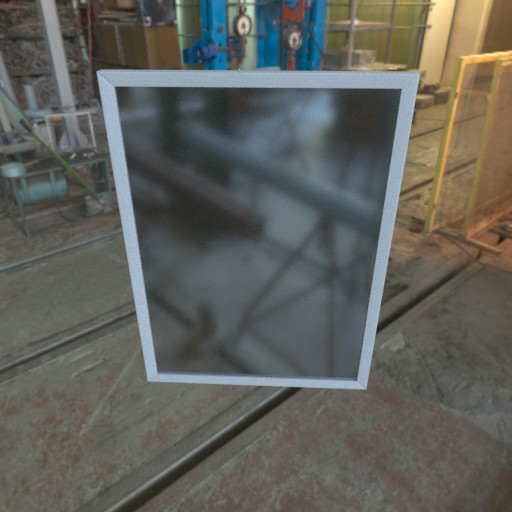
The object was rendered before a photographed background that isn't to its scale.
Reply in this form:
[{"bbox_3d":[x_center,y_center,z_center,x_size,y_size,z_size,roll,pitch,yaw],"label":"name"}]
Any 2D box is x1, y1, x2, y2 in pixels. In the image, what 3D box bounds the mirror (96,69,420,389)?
[{"bbox_3d":[0.000,0.000,1.311,0.762,1.016,0.040,1,30,2],"label":"mirror"}]
